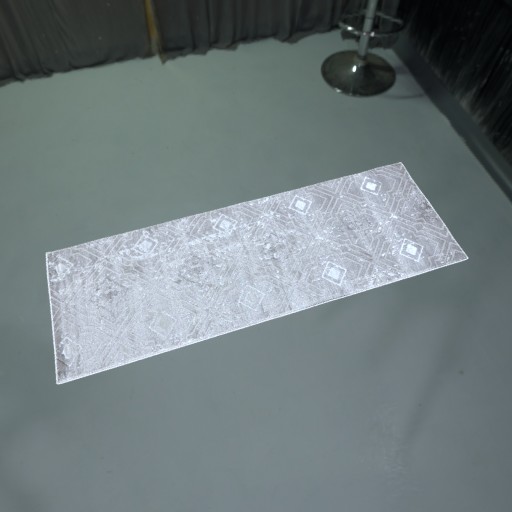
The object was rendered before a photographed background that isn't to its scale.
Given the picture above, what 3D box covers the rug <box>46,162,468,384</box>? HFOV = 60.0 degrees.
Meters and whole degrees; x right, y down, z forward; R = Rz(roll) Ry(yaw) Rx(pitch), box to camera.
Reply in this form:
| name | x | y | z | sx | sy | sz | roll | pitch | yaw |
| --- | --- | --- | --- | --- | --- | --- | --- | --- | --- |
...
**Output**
| name | x | y | z | sx | sy | sz | roll | pitch | yaw |
| --- | --- | --- | --- | --- | --- | --- | --- | --- | --- |
| rug | 0.000 | 0.000 | 2.642 | 2.381 | 0.035 | 0.832 | -16 | 59 | -10 |
